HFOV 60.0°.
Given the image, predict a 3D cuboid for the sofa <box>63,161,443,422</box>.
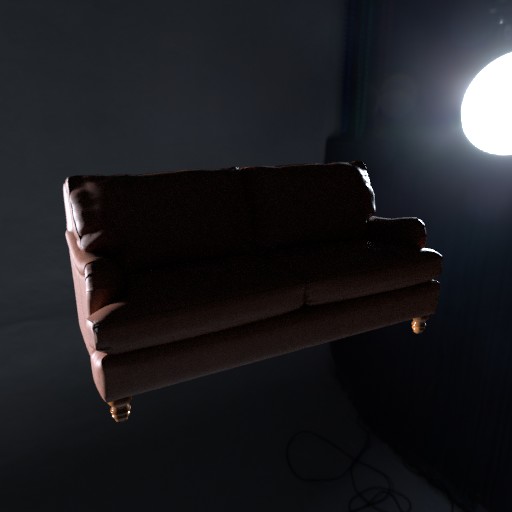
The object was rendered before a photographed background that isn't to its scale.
[{"bbox_3d":[0.000,0.000,2.768,2.144,1.071,1.147,-9,19,-27],"label":"sofa"}]
